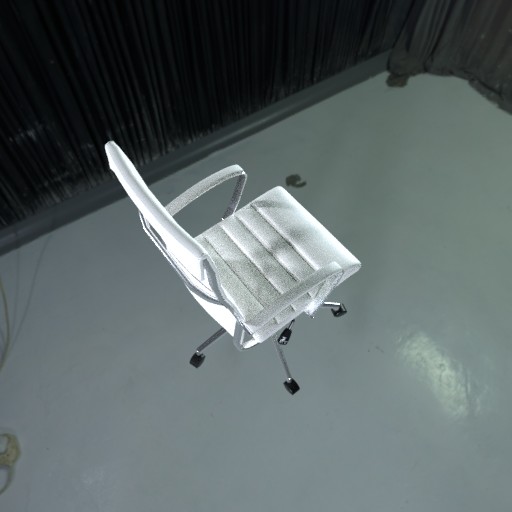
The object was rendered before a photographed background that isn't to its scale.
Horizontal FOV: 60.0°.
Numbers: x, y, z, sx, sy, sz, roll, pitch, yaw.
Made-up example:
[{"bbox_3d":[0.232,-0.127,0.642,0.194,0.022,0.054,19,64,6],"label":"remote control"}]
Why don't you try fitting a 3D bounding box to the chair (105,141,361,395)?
[{"bbox_3d":[0.000,0.000,1.621,0.739,1.149,0.766,-33,64,-19],"label":"chair"}]
